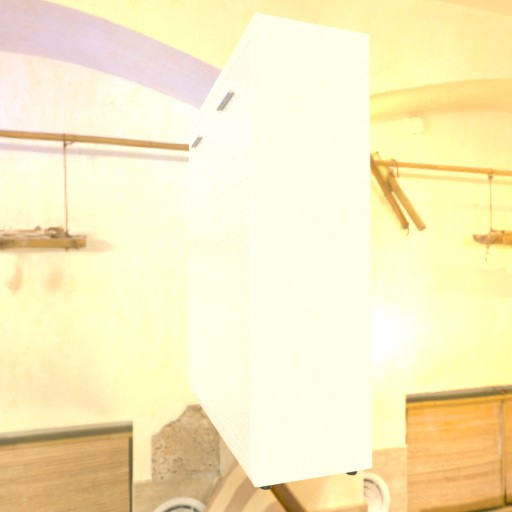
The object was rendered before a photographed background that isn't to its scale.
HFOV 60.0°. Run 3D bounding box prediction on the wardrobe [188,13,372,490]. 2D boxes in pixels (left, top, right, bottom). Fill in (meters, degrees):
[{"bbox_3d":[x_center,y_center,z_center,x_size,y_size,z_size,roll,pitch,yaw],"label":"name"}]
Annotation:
[{"bbox_3d":[0.000,0.000,1.574,0.360,1.200,0.900,0,-2,-18],"label":"wardrobe"}]
